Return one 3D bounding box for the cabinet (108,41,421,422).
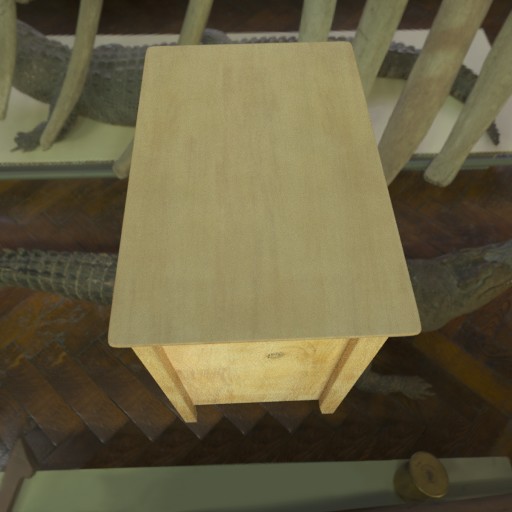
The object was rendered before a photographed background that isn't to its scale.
[{"bbox_3d":[0.000,0.000,1.221,0.503,0.762,0.763,-2,59,-1],"label":"cabinet"}]
